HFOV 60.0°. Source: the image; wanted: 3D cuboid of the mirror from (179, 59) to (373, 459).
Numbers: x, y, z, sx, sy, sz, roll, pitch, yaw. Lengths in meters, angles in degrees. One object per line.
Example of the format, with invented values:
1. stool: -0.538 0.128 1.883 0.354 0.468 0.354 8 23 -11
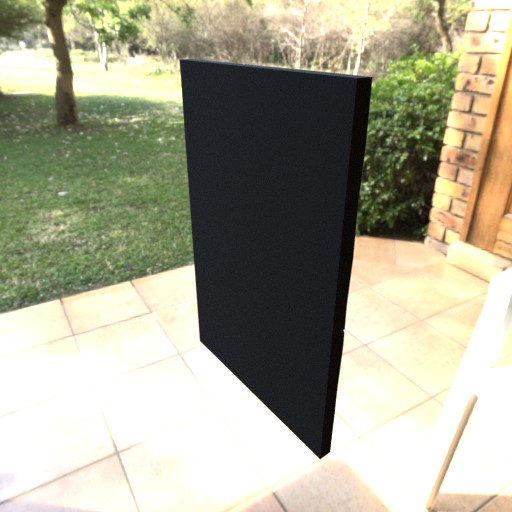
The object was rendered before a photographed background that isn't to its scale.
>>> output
1. mirror: 0.000 0.000 1.155 0.044 0.912 0.606 -19 33 -32
